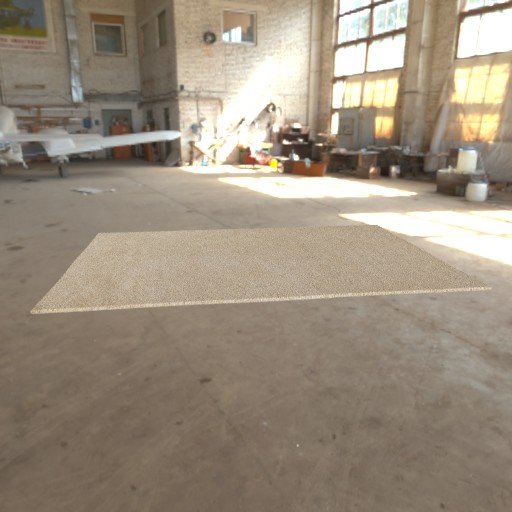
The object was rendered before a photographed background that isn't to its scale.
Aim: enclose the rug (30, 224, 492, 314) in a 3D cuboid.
[{"bbox_3d":[0.000,0.000,3.418,2.699,0.025,1.800,-2,17,-7],"label":"rug"}]
